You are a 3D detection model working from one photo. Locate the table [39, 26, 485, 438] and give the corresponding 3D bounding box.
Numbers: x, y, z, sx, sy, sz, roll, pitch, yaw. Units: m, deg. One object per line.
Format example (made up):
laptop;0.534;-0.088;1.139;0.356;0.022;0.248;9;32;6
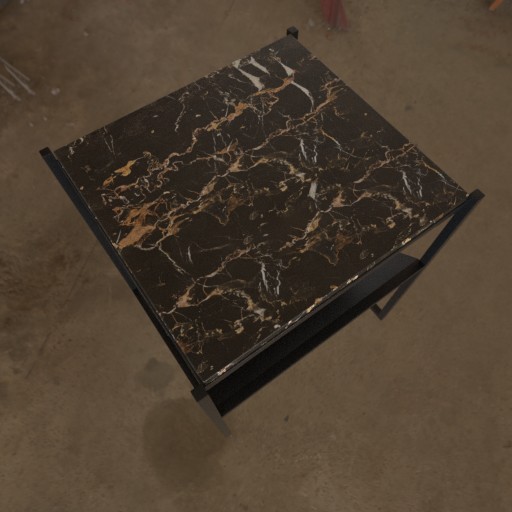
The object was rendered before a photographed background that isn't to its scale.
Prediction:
table;0.000;0.000;0.865;0.469;0.534;0.432;-33;68;-15
